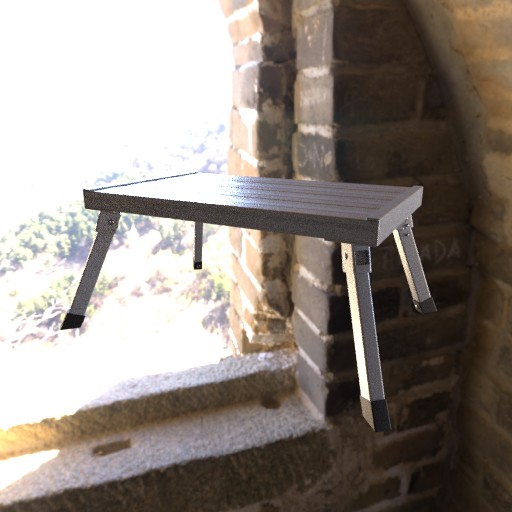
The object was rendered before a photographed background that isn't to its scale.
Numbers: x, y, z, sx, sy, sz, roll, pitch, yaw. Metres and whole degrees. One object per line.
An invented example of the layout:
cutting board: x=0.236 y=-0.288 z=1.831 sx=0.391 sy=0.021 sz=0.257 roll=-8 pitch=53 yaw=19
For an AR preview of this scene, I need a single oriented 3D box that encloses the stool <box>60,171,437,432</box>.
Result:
stool: x=0.000 y=0.000 z=0.727 sx=0.535 sy=0.225 sz=0.385 roll=9 pitch=19 yaw=27
